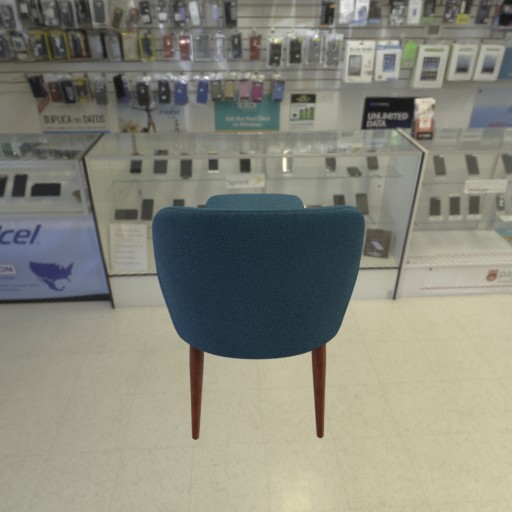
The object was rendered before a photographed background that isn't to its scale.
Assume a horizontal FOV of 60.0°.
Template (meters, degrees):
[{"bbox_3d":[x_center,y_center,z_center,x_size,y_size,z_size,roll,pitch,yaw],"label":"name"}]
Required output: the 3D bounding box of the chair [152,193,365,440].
[{"bbox_3d":[0.000,0.000,1.602,0.584,0.866,1.114,0,31,-1],"label":"chair"}]
